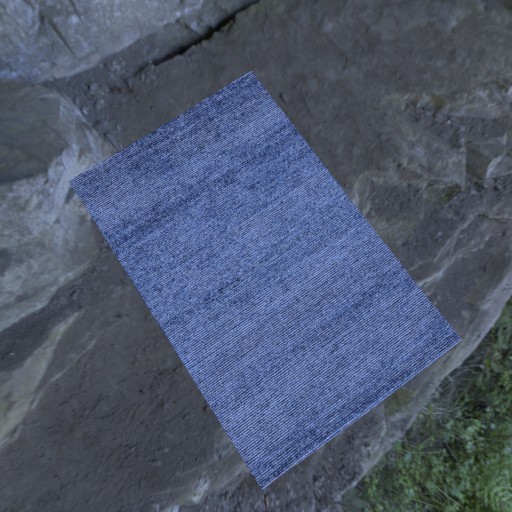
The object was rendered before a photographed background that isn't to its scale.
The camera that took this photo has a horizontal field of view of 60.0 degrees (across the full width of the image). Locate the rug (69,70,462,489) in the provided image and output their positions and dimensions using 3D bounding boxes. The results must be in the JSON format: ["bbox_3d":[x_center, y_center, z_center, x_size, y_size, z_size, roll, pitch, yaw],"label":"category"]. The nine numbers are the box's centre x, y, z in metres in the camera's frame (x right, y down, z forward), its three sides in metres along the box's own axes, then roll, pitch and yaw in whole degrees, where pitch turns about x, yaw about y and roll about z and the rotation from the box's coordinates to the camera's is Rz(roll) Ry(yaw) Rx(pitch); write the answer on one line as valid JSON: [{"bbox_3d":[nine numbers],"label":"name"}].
[{"bbox_3d":[0.000,0.000,2.208,1.159,0.025,1.793,-33,78,-8],"label":"rug"}]
